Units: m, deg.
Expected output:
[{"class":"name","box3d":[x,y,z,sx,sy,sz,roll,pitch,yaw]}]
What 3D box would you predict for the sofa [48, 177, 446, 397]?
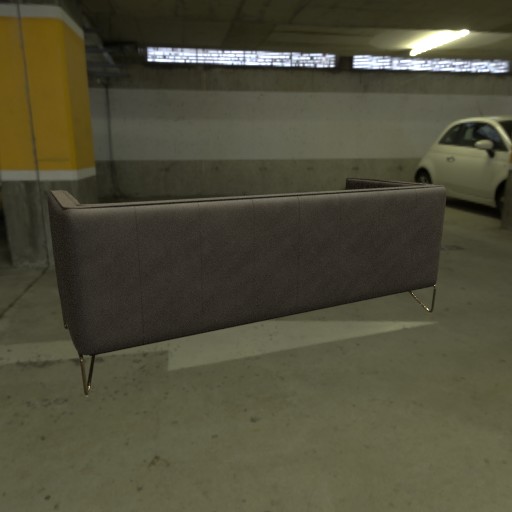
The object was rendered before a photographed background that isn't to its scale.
[{"class":"sofa","box3d":[0.000,0.000,2.542,2.087,0.789,0.867,-7,16,-27]}]
